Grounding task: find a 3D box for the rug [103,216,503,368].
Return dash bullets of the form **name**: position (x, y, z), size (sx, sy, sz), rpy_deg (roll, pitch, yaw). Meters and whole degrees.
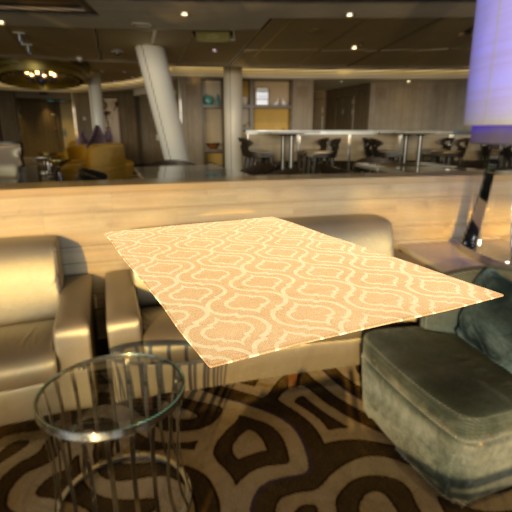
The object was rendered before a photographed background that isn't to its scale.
- **rug**: position (0.000, 0.000, 2.113), size (1.152, 0.013, 1.761), rpy_deg (-8, 17, -26)
